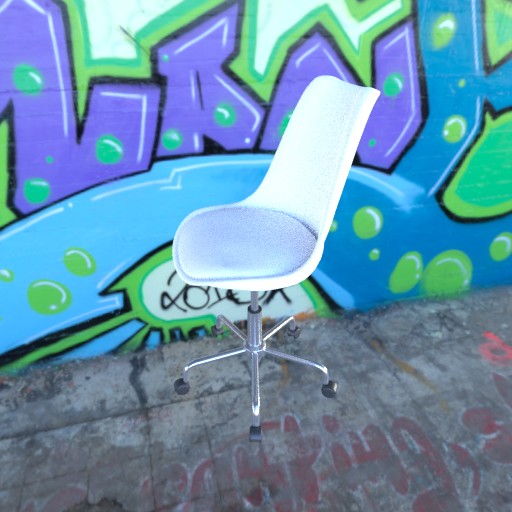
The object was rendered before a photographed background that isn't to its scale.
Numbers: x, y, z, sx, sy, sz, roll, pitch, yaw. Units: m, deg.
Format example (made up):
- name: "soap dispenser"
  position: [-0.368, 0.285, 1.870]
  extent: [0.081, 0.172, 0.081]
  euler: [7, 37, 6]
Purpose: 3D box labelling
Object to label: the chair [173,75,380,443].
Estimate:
- name: "chair"
  position: [0.000, 0.000, 1.284]
  extent: [0.550, 0.930, 0.550]
  euler: [-8, 30, -14]
